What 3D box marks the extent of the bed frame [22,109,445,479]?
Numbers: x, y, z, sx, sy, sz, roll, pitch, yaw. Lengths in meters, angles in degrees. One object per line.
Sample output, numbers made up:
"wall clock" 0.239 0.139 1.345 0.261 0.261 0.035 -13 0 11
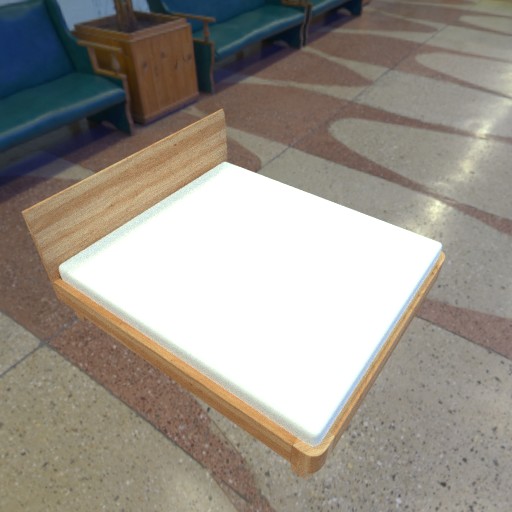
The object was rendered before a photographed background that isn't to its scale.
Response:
"bed frame" 0.000 0.000 3.048 2.092 0.940 1.872 26 47 26
